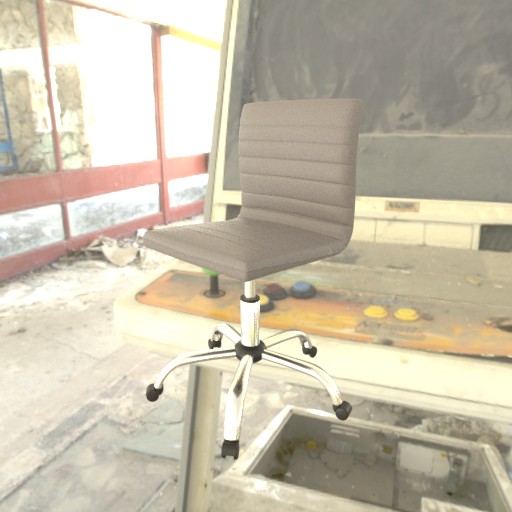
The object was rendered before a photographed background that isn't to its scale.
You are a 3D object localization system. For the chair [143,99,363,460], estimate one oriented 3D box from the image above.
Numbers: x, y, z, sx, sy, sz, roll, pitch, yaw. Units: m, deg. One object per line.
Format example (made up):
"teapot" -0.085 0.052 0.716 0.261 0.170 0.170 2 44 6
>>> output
"chair" 0.000 0.000 1.160 0.530 0.780 0.556 -16 23 -42
